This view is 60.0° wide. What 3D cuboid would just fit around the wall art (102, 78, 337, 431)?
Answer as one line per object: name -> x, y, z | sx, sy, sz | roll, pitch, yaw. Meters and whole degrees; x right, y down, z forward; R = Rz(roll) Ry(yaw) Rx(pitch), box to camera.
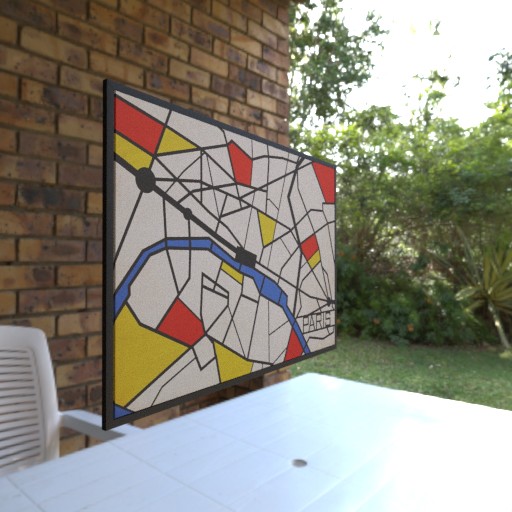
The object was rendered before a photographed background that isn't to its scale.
wall art -> 0.000, 0.000, 1.226 | 0.013, 0.665, 0.963 | 0, -1, 37
